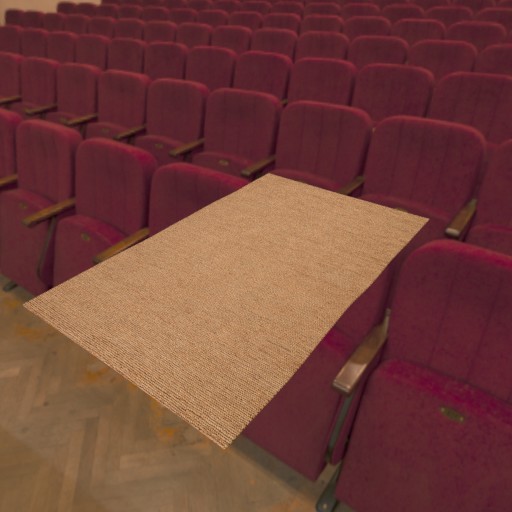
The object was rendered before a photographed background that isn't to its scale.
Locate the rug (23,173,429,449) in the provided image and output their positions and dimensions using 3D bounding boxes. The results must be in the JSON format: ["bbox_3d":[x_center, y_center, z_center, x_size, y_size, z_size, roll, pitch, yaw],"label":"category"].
[{"bbox_3d":[0.000,0.000,2.983,1.533,0.011,2.439,22,39,30],"label":"rug"}]
